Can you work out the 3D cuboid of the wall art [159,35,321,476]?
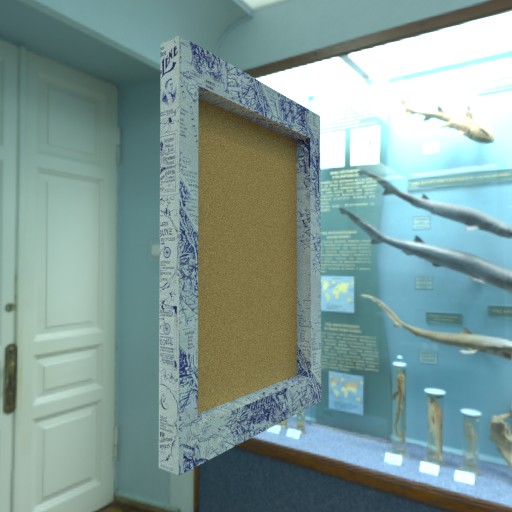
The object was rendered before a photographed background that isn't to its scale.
[{"bbox_3d":[0.000,0.000,0.487,0.025,0.376,0.255,-1,-1,36],"label":"wall art"}]
